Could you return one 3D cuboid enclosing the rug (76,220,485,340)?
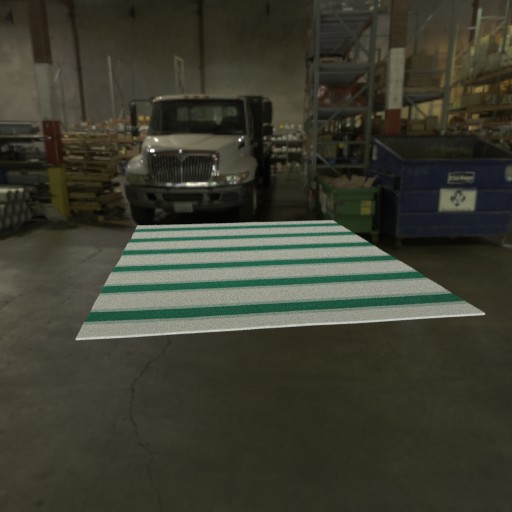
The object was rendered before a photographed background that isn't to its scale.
[{"bbox_3d":[0.000,0.000,4.019,2.434,0.019,3.041,-2,16,-8],"label":"rug"}]
